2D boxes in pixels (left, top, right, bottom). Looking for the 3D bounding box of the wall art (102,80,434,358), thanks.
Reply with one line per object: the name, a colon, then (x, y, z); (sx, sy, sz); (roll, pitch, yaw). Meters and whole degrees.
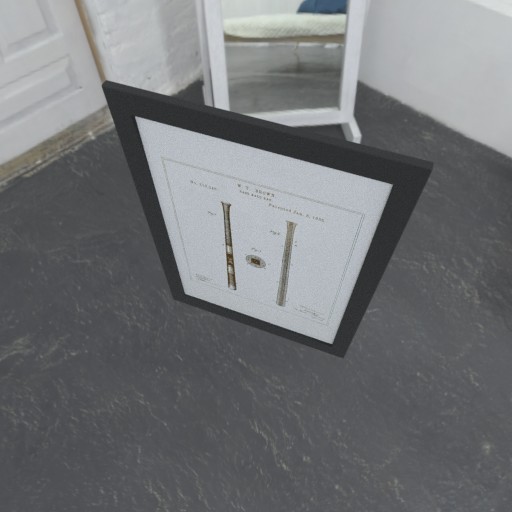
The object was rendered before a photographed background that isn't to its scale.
wall art: (0.000, 0.000, 0.694); (0.374, 0.529, 0.012); (17, 59, 11)
